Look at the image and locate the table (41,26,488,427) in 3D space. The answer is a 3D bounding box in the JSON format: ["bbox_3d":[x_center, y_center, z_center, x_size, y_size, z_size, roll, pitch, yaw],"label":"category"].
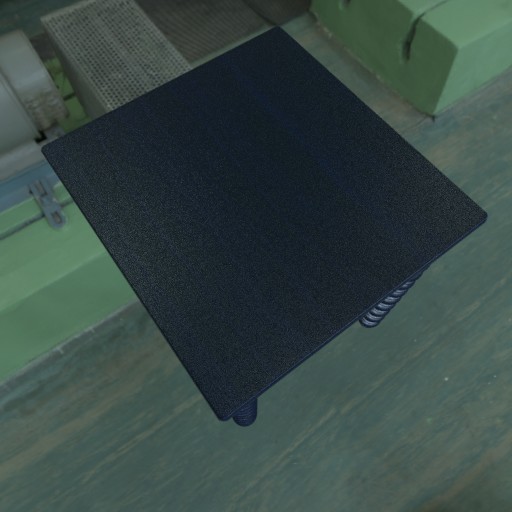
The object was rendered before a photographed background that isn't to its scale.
[{"bbox_3d":[0.000,0.000,0.959,0.500,0.567,0.533,-34,69,-15],"label":"table"}]
